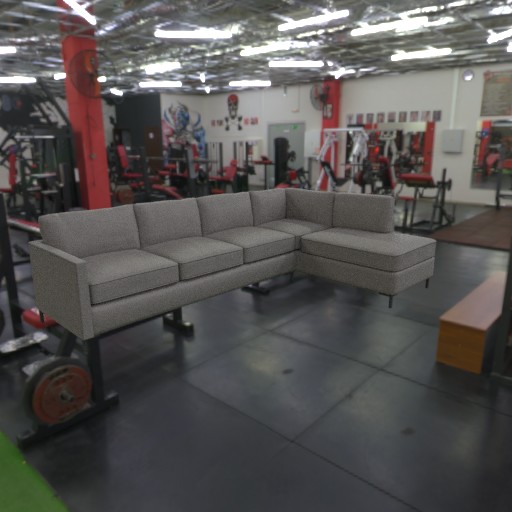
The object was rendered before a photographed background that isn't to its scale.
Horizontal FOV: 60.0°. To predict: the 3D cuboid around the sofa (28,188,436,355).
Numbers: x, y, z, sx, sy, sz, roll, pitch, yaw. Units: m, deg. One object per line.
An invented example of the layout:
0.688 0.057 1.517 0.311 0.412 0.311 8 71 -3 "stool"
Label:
0.000 0.000 4.204 2.077 0.964 3.331 14 21 43 "sofa"
